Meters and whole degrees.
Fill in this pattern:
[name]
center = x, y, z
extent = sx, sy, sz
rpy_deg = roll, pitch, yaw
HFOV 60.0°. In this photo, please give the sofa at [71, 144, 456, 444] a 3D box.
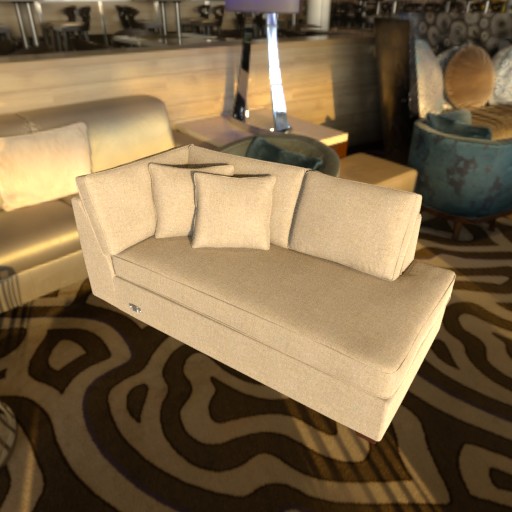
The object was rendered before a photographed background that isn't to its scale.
[sofa]
center = 0.000, 0.000, 2.841
extent = 2.238, 1.019, 1.110
rpy_deg = 19, 35, 30
